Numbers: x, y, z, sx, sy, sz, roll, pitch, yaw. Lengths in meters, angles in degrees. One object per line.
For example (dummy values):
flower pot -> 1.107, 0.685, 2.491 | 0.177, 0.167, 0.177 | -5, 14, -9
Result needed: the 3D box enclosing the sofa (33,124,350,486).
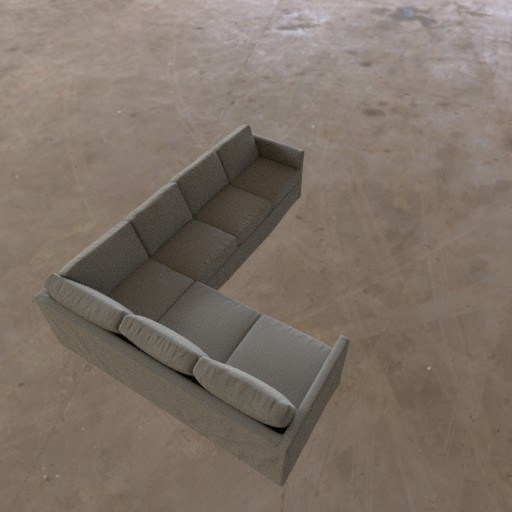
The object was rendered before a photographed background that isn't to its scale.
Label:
sofa -> 0.000, 0.000, 4.347 | 2.432, 0.871, 3.182 | 24, 50, 21
